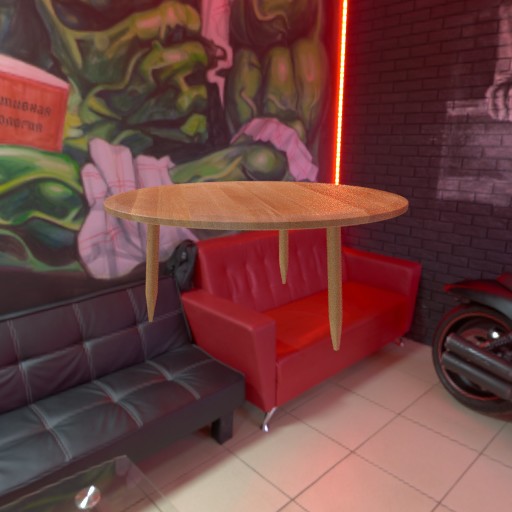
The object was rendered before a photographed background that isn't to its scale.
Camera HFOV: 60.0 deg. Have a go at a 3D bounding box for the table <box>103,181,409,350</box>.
[{"bbox_3d":[0.000,0.000,1.428,0.900,0.400,0.900,0,15,0],"label":"table"}]
